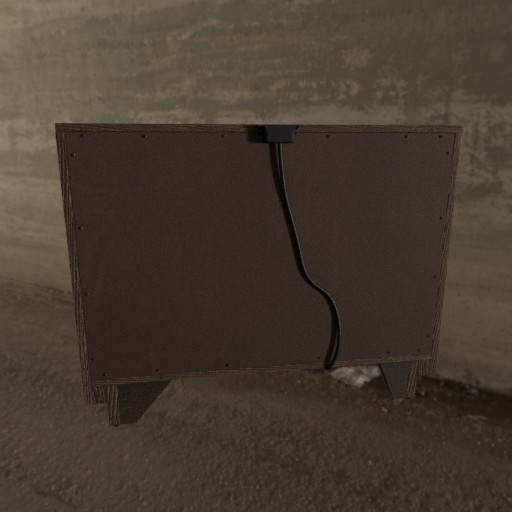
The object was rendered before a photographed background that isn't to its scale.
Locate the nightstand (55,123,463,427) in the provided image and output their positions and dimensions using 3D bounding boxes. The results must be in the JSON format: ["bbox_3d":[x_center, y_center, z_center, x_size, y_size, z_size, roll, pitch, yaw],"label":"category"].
[{"bbox_3d":[0.000,0.000,1.100,0.775,0.612,0.457,-2,15,-9],"label":"nightstand"}]
